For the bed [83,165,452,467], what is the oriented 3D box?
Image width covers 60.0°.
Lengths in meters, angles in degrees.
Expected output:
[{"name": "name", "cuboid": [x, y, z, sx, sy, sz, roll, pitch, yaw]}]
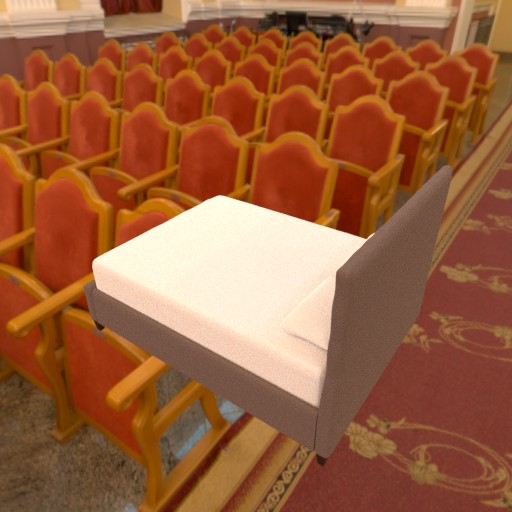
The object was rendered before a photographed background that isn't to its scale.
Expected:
[{"name": "bed", "cuboid": [0.000, 0.000, 3.433, 2.233, 1.426, 1.696, 20, 37, 30]}]
